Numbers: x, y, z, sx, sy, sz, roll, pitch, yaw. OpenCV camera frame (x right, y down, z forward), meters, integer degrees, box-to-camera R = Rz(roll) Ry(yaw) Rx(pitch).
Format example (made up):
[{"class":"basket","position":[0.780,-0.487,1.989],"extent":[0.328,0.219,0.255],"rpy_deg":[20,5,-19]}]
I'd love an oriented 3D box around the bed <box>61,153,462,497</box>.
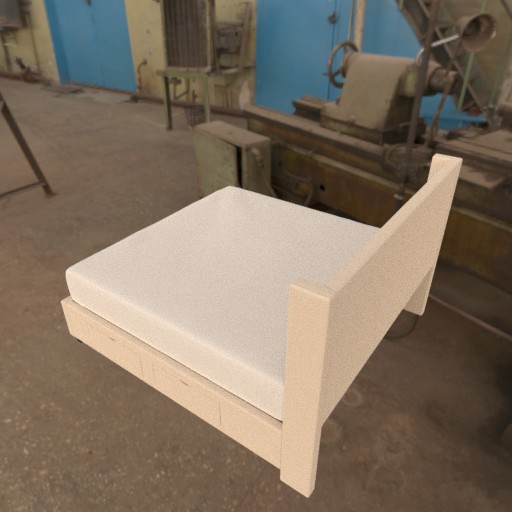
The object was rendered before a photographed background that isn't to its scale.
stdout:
[{"class":"bed","position":[0.000,0.000,3.519],"extent":[2.293,1.471,2.145],"rpy_deg":[21,37,30]}]
